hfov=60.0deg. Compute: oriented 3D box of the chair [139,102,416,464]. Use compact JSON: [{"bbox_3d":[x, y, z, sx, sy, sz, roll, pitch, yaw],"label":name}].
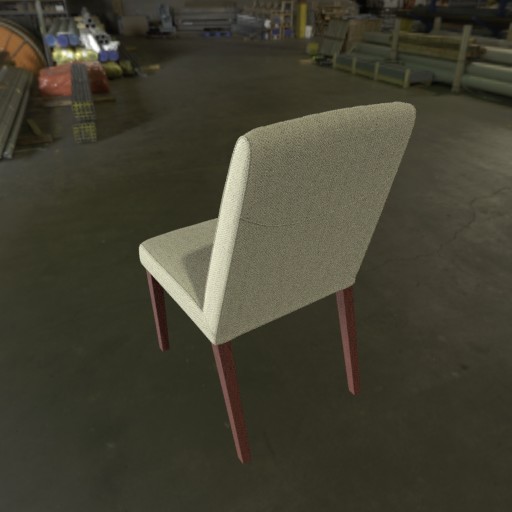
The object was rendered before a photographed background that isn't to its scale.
[{"bbox_3d":[0.000,0.000,1.241,0.480,0.900,0.594,-20,36,-29],"label":"chair"}]
